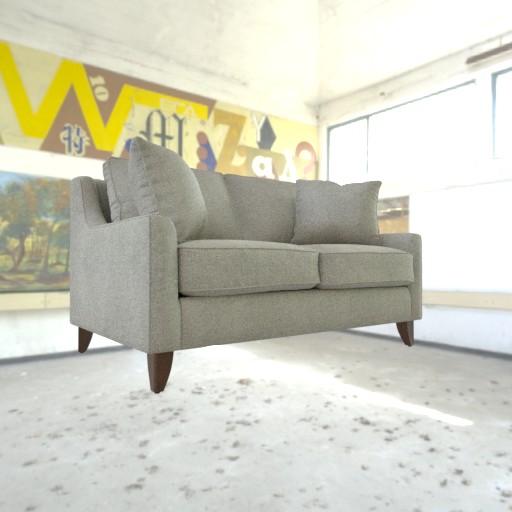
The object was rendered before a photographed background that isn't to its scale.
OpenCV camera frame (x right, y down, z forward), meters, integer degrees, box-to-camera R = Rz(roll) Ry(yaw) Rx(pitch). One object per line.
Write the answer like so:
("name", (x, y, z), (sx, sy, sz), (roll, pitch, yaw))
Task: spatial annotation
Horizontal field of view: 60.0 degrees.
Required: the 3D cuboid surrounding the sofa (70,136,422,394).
("sofa", (0.000, 0.000, 2.041), (1.422, 0.863, 0.915), (1, -1, -37))
